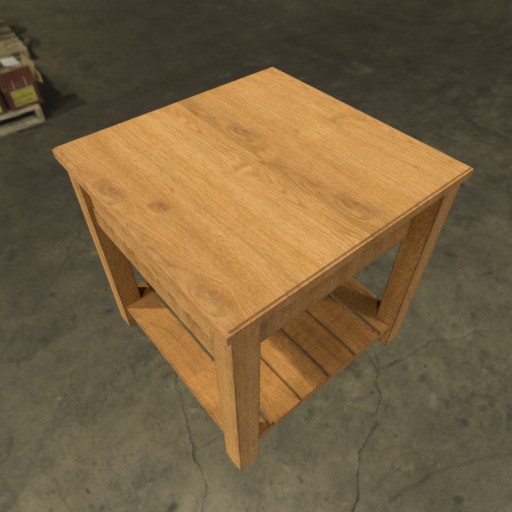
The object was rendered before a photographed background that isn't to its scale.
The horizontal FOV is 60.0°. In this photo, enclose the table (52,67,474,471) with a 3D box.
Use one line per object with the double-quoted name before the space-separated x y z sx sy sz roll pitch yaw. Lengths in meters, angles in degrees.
"table" 0.000 0.000 1.118 0.616 0.593 0.612 -31 54 -26
